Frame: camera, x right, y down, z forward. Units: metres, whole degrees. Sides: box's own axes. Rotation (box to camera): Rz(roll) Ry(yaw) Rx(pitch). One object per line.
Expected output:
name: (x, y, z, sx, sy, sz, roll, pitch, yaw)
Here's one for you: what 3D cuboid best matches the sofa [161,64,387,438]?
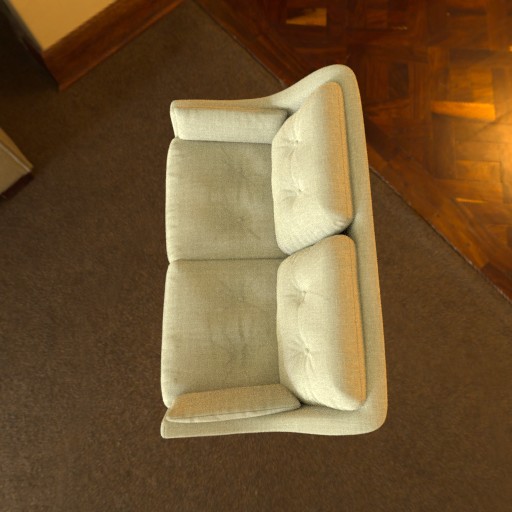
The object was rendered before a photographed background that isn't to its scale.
sofa: (0.000, 0.000, 2.206, 0.965, 0.888, 1.652, -1, 76, 0)
